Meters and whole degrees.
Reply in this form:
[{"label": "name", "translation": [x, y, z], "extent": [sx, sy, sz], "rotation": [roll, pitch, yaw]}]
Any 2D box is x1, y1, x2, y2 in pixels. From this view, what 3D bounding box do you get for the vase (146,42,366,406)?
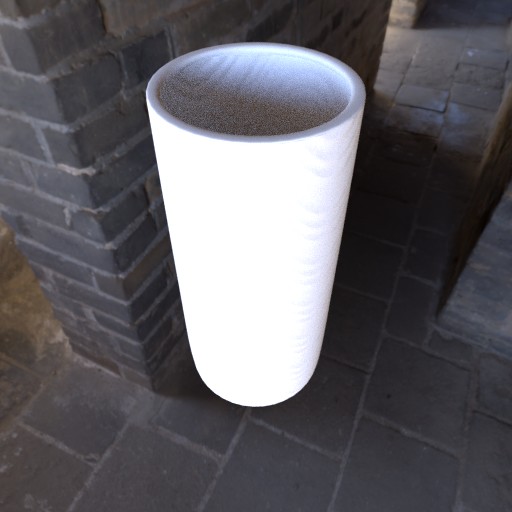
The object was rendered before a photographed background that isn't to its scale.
[{"label": "vase", "translation": [0.000, 0.000, 0.394], "extent": [0.143, 0.316, 0.143], "rotation": [0, 46, 0]}]
